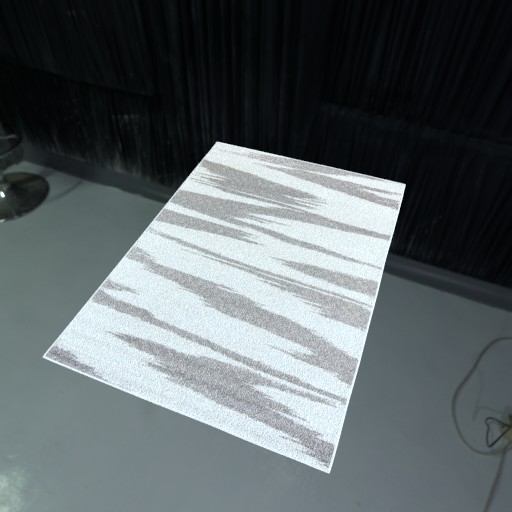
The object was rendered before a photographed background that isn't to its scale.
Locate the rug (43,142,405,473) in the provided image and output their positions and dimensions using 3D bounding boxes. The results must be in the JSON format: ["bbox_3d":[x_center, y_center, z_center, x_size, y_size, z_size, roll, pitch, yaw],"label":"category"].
[{"bbox_3d":[0.000,0.000,2.772,1.533,0.010,2.142,16,49,14],"label":"rug"}]
